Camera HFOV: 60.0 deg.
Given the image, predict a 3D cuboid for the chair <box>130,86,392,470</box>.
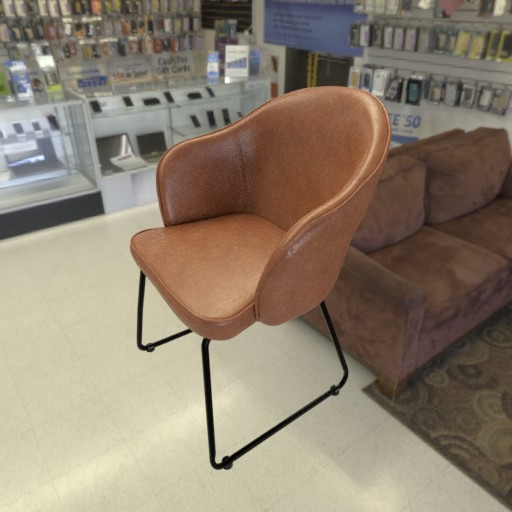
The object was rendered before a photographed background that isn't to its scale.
[{"bbox_3d":[0.000,0.000,1.165,0.580,0.785,0.582,-19,36,-29],"label":"chair"}]
